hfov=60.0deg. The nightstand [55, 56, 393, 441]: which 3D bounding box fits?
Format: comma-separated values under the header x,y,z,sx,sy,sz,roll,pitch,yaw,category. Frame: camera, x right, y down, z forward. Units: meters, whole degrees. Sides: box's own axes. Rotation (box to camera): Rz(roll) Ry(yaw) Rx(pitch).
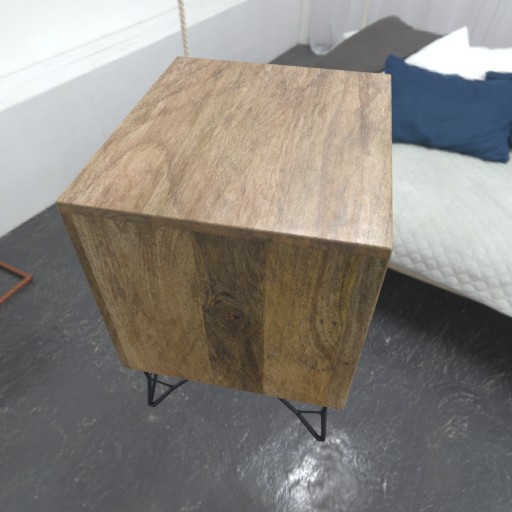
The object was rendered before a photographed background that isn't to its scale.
x,y,z,sx,sy,sz,roll,pitch,yaw,category
0.000,0.000,0.865,0.406,0.559,0.457,8,46,8,nightstand
